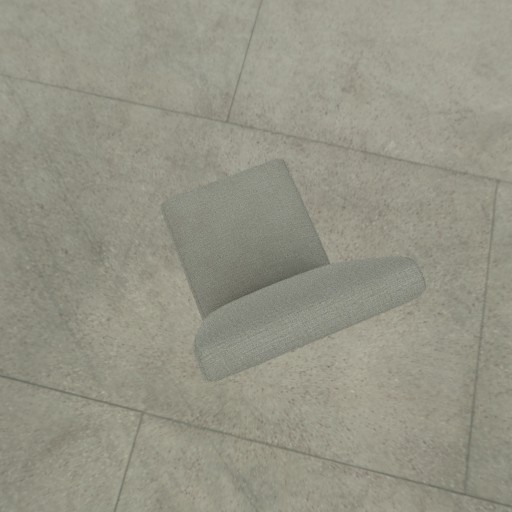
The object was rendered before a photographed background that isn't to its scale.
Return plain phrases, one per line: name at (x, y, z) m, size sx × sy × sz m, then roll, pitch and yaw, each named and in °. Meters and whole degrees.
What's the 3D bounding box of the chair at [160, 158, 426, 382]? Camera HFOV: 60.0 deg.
chair at (0.000, 0.000, 1.328) m, size 0.450 × 1.033 × 0.611 m, roll -21°, pitch 76°, yaw -6°
